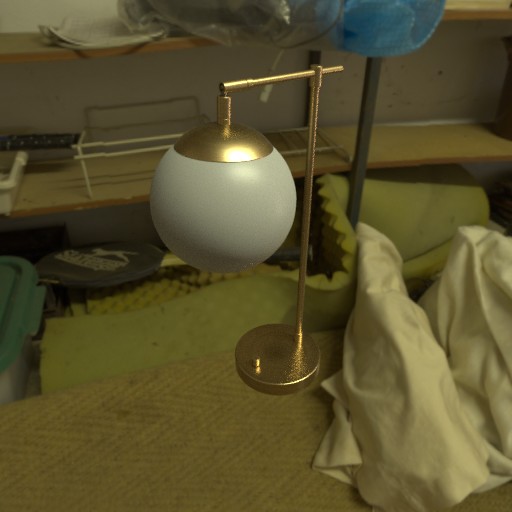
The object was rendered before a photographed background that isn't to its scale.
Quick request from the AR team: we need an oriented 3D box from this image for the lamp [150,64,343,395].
[{"bbox_3d":[0.000,0.000,0.726,0.324,0.559,0.207,-23,39,-31],"label":"lamp"}]
